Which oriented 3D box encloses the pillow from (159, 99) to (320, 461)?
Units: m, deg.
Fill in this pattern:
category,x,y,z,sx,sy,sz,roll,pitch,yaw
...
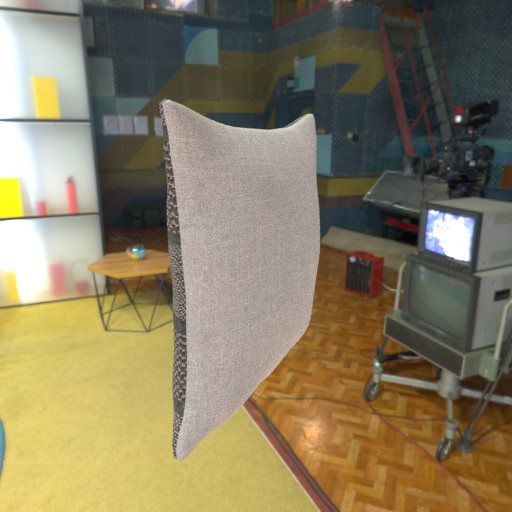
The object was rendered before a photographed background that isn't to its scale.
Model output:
category,x,y,z,sx,sy,sz,roll,pitch,yaw
pillow,0.000,0.000,0.681,0.138,0.432,0.435,8,17,26
